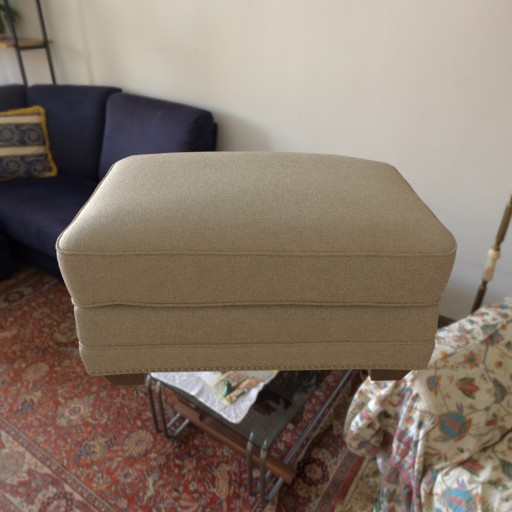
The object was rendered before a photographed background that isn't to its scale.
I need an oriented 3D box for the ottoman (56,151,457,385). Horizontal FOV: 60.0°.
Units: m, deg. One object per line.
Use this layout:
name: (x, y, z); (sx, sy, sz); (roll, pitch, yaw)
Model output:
ottoman: (0.000, 0.000, 1.163); (0.813, 0.458, 0.559); (-1, 31, -1)
